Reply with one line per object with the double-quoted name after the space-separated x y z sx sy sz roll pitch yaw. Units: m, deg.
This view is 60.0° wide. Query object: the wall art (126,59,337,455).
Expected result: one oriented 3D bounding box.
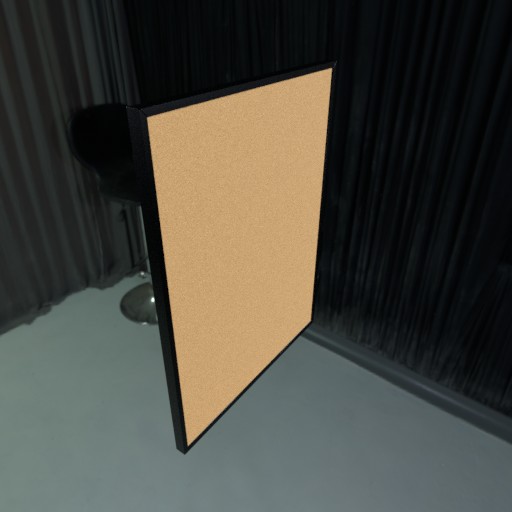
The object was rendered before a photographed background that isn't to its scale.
0.000 0.000 1.407 0.040 1.062 0.805 21 37 30 "wall art"
